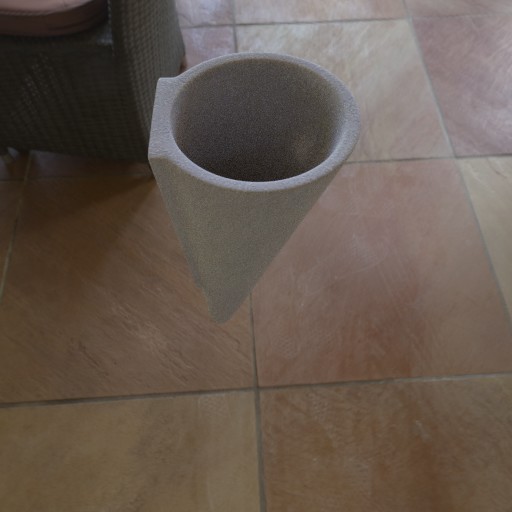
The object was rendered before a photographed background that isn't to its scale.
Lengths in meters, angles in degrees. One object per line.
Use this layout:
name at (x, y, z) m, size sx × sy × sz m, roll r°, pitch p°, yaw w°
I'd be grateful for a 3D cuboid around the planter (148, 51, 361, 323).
planter at (0.000, 0.000, 0.298) m, size 0.087 × 0.259 × 0.078 m, roll 0°, pitch 63°, yaw 0°
